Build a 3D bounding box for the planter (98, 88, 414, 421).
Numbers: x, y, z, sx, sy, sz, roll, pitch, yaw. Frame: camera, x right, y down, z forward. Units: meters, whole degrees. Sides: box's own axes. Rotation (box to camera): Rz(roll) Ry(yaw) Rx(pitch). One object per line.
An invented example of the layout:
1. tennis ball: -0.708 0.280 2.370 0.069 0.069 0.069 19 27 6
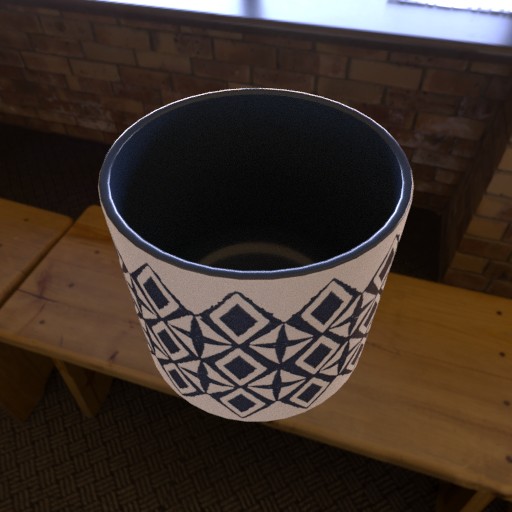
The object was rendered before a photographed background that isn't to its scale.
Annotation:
1. planter: 0.000 0.000 0.320 0.182 0.165 0.182 0 47 0
